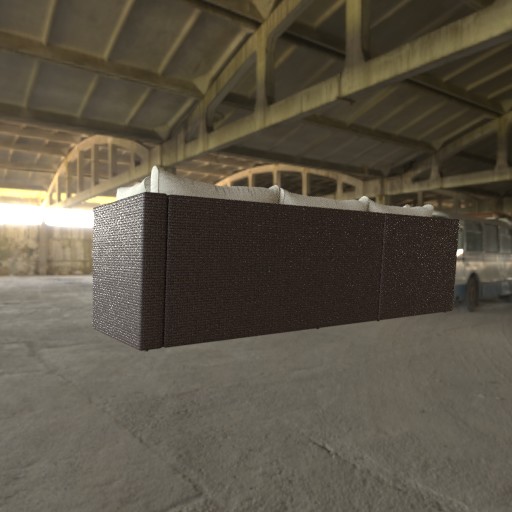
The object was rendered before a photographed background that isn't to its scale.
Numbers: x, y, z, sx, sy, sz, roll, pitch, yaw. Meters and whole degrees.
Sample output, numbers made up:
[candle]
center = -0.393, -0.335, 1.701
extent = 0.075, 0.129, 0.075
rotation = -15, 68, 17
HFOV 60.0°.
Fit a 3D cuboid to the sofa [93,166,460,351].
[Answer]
[sofa]
center = 0.000, 0.000, 2.970
extent = 2.192, 0.766, 1.612
rotation = 0, 0, -36
